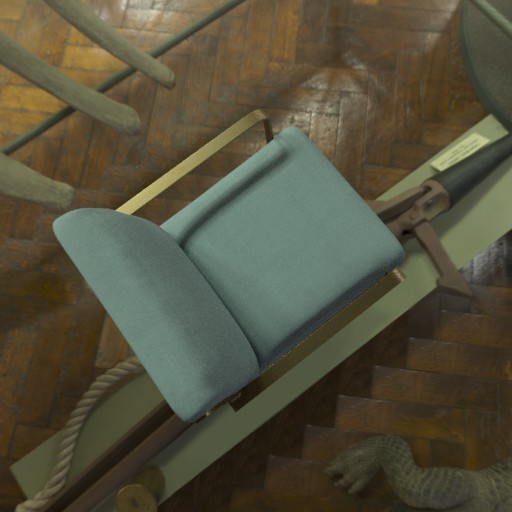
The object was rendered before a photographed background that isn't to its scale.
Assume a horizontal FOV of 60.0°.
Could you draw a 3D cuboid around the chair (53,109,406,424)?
[{"bbox_3d":[0.000,0.000,1.477,0.842,0.824,0.701,-36,78,-9],"label":"chair"}]
